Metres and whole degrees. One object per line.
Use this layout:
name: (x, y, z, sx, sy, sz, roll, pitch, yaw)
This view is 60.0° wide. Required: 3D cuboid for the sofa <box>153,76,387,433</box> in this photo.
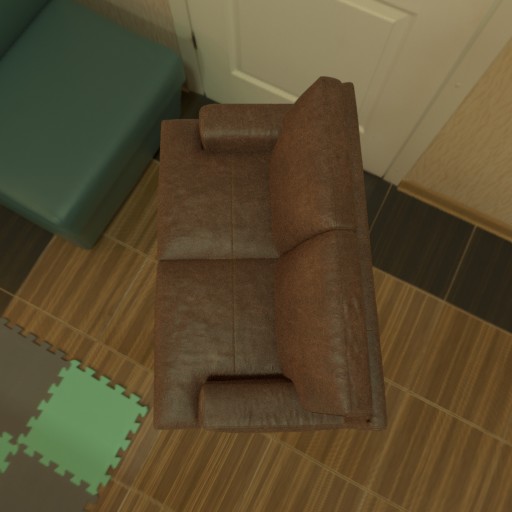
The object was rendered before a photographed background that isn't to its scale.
sofa: (0.000, 0.000, 2.479, 1.143, 0.939, 1.880, -2, 75, 0)
